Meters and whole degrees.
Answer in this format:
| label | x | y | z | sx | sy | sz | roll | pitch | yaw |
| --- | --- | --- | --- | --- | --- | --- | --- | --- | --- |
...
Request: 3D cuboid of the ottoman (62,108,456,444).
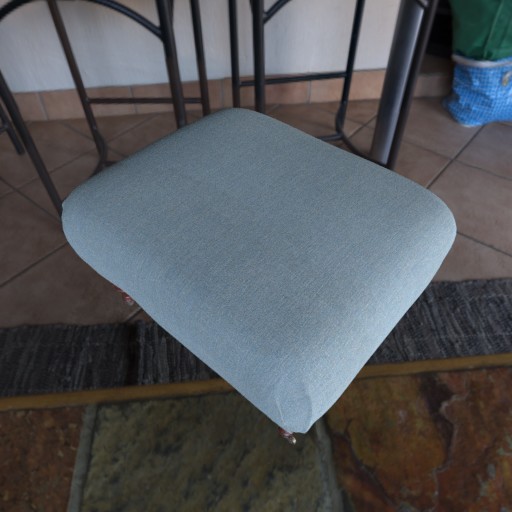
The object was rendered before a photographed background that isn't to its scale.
| label | x | y | z | sx | sy | sz | roll | pitch | yaw |
| --- | --- | --- | --- | --- | --- | --- | --- | --- | --- |
| ottoman | 0.000 | 0.000 | 1.104 | 0.747 | 0.450 | 0.622 | 32 | 54 | 27 |
